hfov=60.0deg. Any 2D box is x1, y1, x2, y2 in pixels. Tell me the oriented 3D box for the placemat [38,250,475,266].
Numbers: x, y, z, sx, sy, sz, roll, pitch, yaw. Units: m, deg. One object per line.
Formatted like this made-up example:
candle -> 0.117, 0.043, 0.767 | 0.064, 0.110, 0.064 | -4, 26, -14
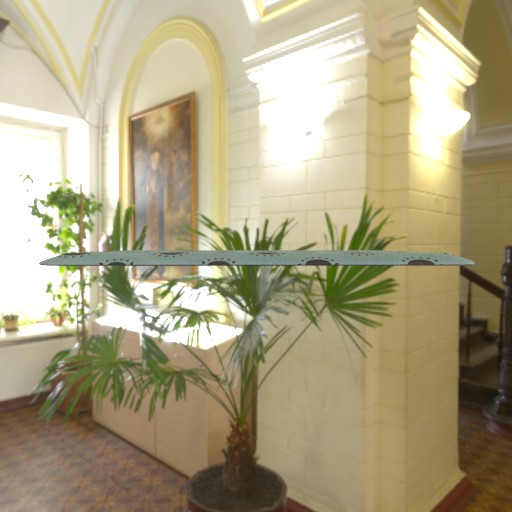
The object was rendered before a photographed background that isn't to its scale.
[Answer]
placemat -> 0.000, 0.000, 0.997 | 0.762, 0.021, 0.508 | 0, 1, -1
